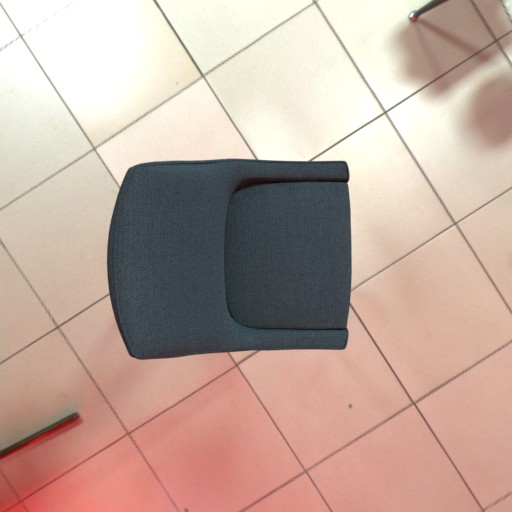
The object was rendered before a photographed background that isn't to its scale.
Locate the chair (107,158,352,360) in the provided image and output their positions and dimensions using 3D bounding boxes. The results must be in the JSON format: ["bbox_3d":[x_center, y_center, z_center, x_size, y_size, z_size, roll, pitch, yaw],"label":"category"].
[{"bbox_3d":[0.000,0.000,1.222,0.544,0.861,0.529,0,92,0],"label":"chair"}]
